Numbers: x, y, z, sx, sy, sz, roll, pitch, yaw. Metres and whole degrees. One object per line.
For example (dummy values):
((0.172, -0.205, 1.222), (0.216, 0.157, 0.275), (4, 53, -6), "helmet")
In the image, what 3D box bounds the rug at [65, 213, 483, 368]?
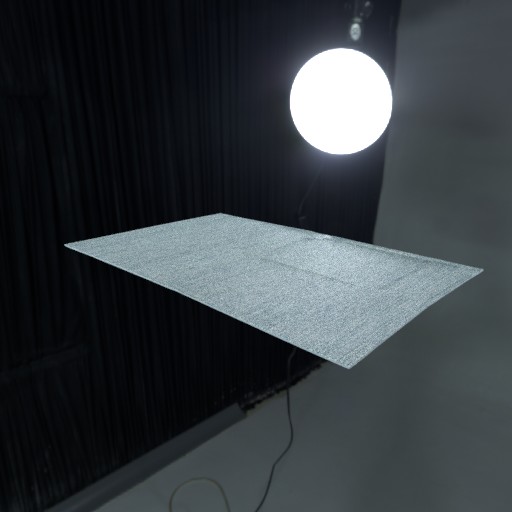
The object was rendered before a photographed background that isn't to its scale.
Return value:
((0.000, 0.000, 2.276), (1.853, 0.022, 1.174), (16, 23, 41), "rug")
